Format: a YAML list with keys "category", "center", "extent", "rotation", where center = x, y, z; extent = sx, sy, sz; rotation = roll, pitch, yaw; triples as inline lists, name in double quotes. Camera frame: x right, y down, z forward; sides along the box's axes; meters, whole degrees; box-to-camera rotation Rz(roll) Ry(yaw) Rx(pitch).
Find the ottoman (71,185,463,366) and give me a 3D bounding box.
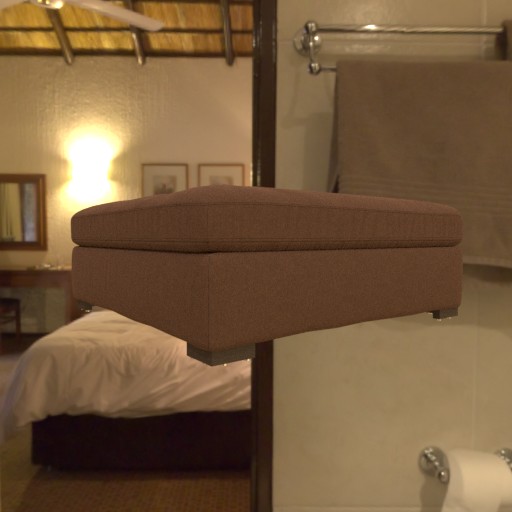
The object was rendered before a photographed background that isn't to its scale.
- category: "ottoman"
  center: [0.000, 0.000, 1.830]
  extent: [1.181, 0.470, 1.181]
  rotation: [-2, 3, -37]
